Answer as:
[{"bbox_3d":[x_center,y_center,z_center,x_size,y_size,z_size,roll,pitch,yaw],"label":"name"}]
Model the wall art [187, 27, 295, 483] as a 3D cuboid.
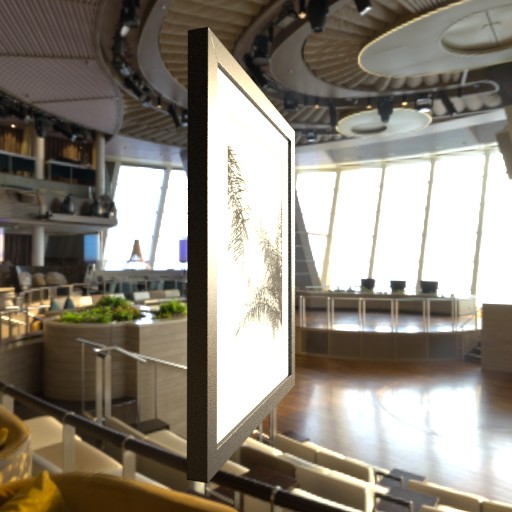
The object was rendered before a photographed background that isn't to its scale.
[{"bbox_3d":[0.000,0.000,0.761,0.028,0.557,0.457,0,-1,18],"label":"wall art"}]
